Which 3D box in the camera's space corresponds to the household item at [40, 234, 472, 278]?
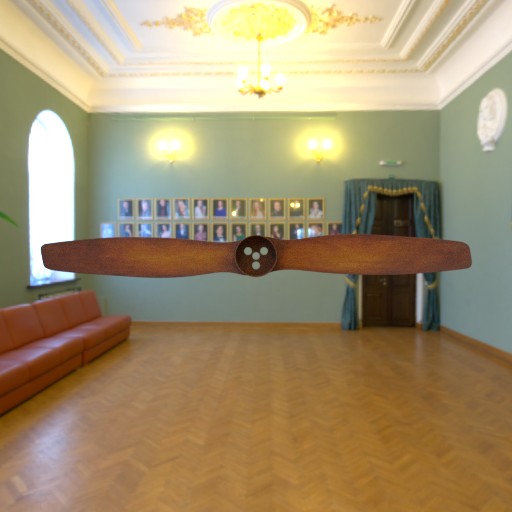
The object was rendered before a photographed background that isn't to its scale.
[{"bbox_3d":[0.000,0.000,1.219,1.181,0.121,0.051,0,1,0],"label":"household item"}]
